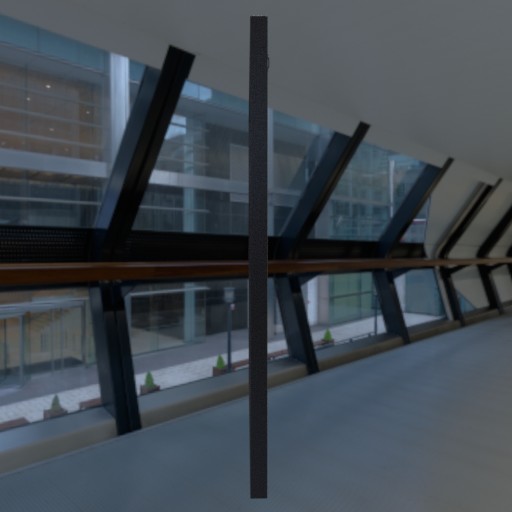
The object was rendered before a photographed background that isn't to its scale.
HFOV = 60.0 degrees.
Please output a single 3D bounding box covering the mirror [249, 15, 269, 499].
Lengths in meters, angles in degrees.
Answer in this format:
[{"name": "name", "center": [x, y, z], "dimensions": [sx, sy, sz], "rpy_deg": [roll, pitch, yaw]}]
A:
[{"name": "mirror", "center": [0.000, 0.000, 1.313], "dimensions": [0.041, 1.016, 0.762], "rpy_deg": [0, 1, -1]}]
